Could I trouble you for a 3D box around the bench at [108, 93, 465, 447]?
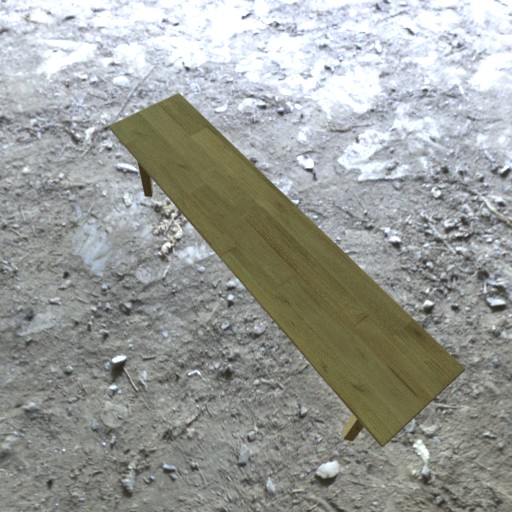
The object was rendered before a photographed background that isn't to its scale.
[{"bbox_3d":[0.000,0.000,1.886,0.378,0.431,1.698,-33,64,-19],"label":"bench"}]
